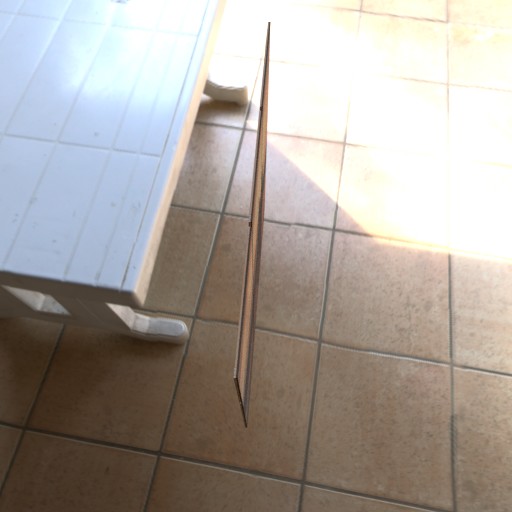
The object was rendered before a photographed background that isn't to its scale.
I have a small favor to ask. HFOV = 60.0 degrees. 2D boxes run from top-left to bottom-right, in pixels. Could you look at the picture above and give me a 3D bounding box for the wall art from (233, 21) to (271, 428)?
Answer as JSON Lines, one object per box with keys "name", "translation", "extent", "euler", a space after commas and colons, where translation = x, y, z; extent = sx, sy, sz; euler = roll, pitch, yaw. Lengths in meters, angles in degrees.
{"name": "wall art", "translation": [0.000, 0.000, 2.270], "extent": [0.013, 1.525, 1.520], "euler": [4, 64, 2]}
